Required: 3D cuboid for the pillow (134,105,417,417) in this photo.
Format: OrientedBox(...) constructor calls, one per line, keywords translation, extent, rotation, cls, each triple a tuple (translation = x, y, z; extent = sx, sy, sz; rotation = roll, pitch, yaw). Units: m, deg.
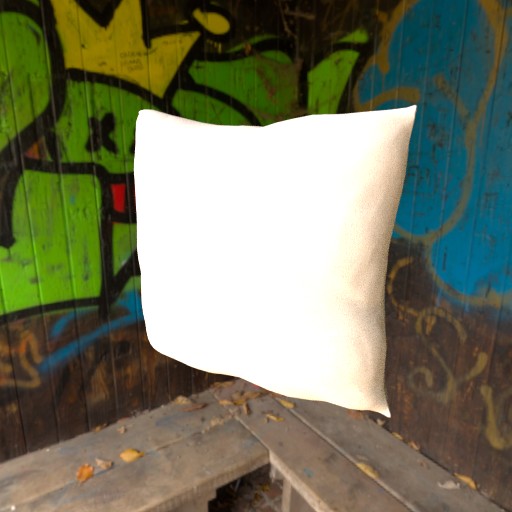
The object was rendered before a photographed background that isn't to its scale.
OrientedBox(translation=(0.000, 0.000, 0.700), extent=(0.450, 0.448, 0.245), rotation=(8, 18, 27), cls="pillow")
